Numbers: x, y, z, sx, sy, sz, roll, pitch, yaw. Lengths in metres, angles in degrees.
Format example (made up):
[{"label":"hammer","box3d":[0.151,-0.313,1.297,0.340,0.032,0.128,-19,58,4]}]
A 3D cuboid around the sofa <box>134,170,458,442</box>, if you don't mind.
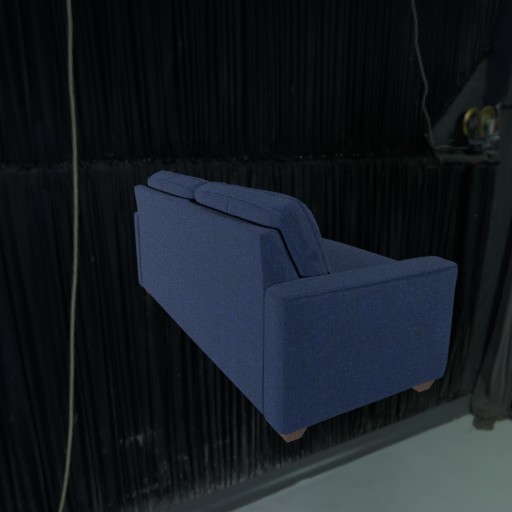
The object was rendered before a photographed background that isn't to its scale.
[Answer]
[{"label":"sofa","box3d":[0.000,0.000,2.608,0.940,0.919,2.080,-8,17,-28]}]
